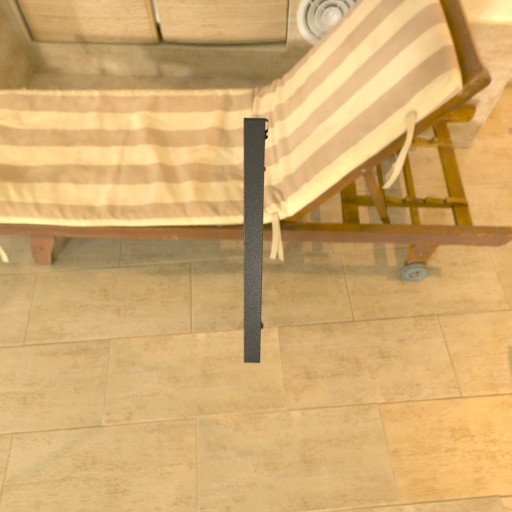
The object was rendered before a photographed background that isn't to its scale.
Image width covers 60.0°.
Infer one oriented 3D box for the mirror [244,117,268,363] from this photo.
[{"bbox_3d":[0.000,0.000,0.854,0.032,0.679,0.419,1,59,1],"label":"mirror"}]
